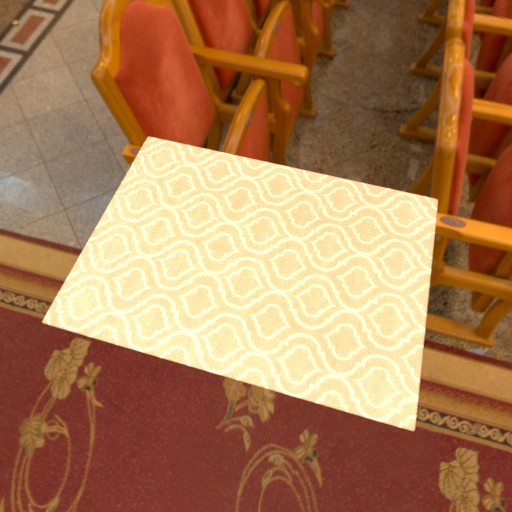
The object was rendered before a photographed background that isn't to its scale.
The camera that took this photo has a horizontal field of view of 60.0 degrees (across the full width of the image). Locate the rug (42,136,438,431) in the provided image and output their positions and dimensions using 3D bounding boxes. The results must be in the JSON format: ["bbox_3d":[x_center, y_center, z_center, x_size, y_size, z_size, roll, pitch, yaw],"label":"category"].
[{"bbox_3d":[0.000,0.000,4.380,3.353,0.010,2.438,14,60,8],"label":"rug"}]
